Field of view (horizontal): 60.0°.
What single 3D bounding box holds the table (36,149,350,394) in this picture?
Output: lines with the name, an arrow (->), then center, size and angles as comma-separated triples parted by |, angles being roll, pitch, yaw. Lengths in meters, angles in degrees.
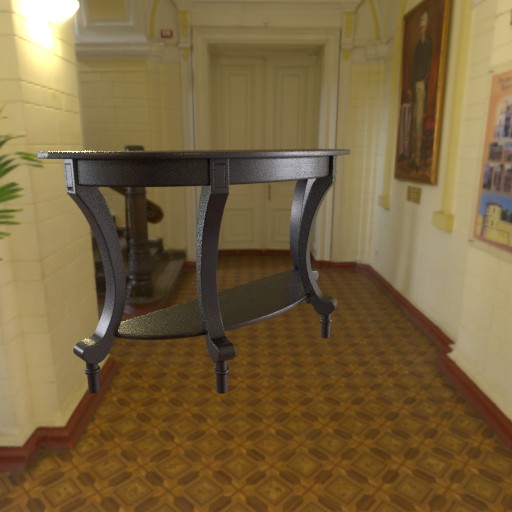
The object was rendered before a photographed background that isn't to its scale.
table -> 0.000, 0.000, 1.492 | 0.394, 0.692, 1.198 | 13, 19, 42
